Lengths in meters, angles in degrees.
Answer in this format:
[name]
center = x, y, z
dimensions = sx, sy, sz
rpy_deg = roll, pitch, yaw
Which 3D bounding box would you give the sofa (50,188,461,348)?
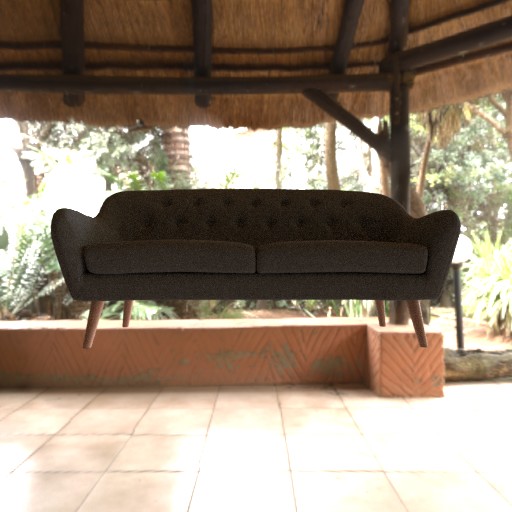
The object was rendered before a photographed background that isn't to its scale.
[sofa]
center = 0.000, 0.000, 2.314
dimensions = 1.840, 0.820, 0.820
rpy_deg = 0, 0, -1
